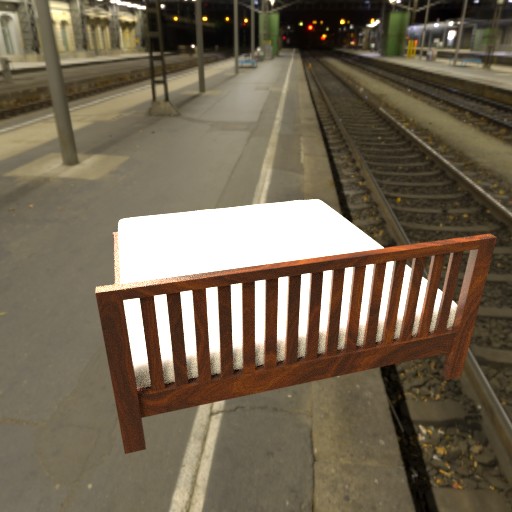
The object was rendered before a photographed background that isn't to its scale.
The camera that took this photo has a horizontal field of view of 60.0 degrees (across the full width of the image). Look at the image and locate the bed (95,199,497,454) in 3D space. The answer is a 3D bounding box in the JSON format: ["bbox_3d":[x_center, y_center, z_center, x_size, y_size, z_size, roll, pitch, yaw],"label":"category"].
[{"bbox_3d":[0.000,0.000,3.036,1.905,0.890,2.030,-7,27,-15],"label":"bed"}]
